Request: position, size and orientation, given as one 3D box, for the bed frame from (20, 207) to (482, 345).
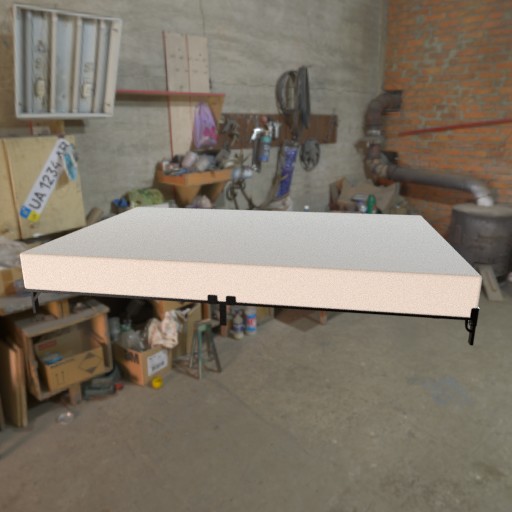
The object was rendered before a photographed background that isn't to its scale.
[{"bbox_3d":[0.000,0.000,3.758,2.987,0.440,1.930,3,16,9],"label":"bed frame"}]
